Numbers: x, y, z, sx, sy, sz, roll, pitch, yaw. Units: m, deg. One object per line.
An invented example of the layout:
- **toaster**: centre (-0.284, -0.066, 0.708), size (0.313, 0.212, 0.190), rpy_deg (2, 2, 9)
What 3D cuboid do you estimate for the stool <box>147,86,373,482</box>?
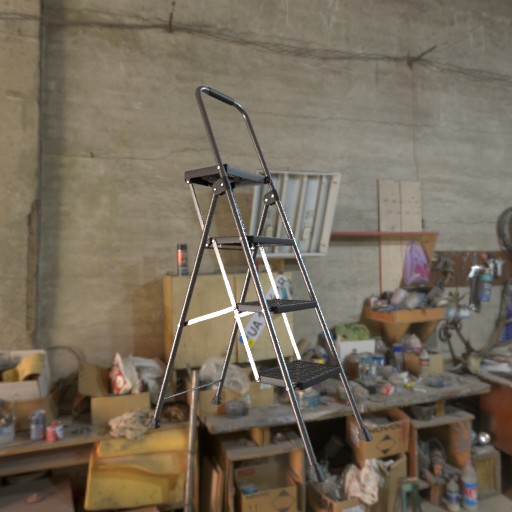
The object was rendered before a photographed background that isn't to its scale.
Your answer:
- **stool**: centre (0.000, 0.000, 1.615), size (0.733, 1.277, 0.396), rpy_deg (-1, -2, 36)
